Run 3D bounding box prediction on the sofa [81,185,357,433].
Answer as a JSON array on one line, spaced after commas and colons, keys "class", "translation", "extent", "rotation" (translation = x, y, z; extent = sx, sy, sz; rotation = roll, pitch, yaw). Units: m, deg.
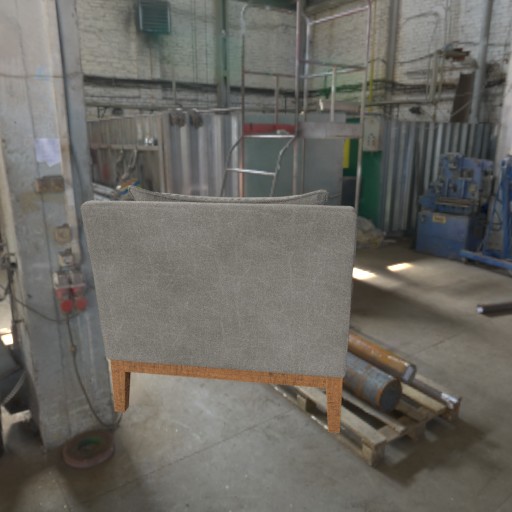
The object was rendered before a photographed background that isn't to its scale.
[{"class": "sofa", "translation": [0.000, 0.000, 2.309], "extent": [0.894, 0.859, 1.779], "rotation": [2, 15, 9]}]
